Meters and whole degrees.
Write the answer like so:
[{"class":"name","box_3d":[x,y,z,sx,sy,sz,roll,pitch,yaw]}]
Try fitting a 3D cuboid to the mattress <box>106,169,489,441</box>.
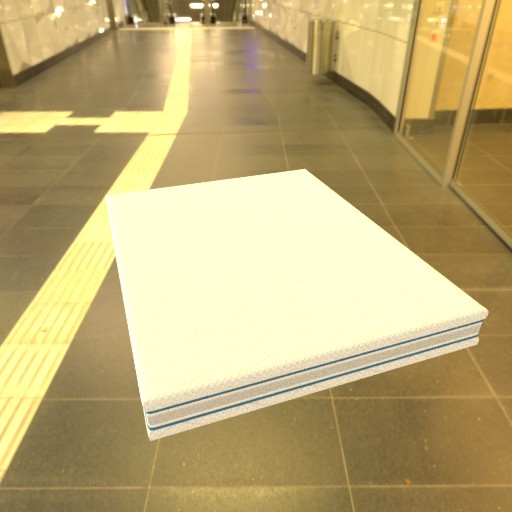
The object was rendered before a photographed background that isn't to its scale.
[{"class":"mattress","box_3d":[0.000,0.000,2.694,1.600,0.230,2.000,-11,33,-17]}]
